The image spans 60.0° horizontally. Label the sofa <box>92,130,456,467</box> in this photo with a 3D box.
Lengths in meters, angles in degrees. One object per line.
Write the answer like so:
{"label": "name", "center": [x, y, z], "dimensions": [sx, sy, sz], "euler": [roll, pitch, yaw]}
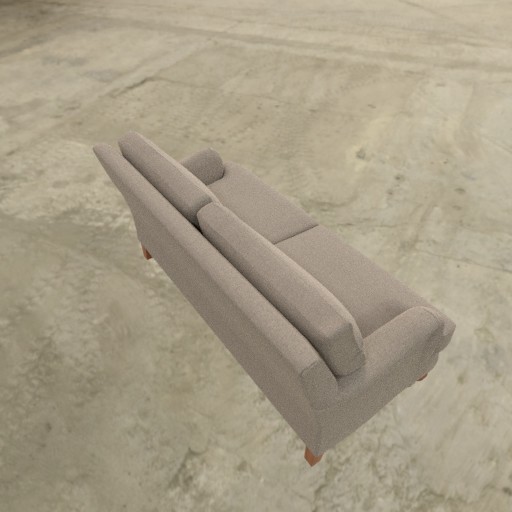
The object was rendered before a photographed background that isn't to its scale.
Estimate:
{"label": "sofa", "center": [0.000, 0.000, 2.698], "dimensions": [1.087, 1.054, 2.160], "euler": [-25, 46, -26]}
